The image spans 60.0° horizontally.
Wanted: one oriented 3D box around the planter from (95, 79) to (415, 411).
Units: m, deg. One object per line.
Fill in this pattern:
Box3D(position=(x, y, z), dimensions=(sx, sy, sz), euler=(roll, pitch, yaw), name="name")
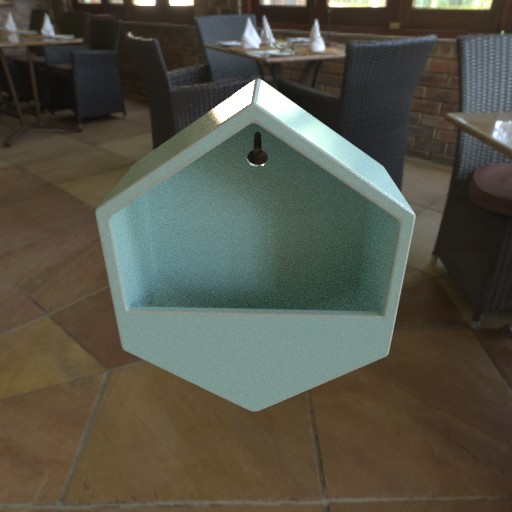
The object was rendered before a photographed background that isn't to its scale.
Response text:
Box3D(position=(0.000, 0.000, 0.289), dimensions=(0.169, 0.207, 0.078), euler=(1, 30, 2), name="planter")
